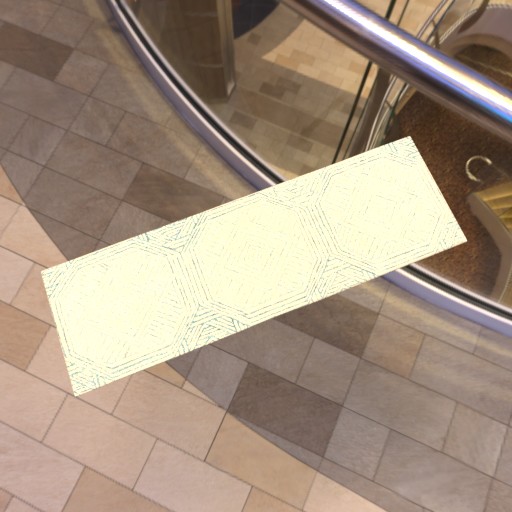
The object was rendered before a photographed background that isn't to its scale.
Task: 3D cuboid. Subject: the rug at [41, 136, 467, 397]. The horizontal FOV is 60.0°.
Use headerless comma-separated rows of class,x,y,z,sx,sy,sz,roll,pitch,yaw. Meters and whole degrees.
rug,0.000,0.000,2.663,2.452,0.012,0.775,-21,76,-6
